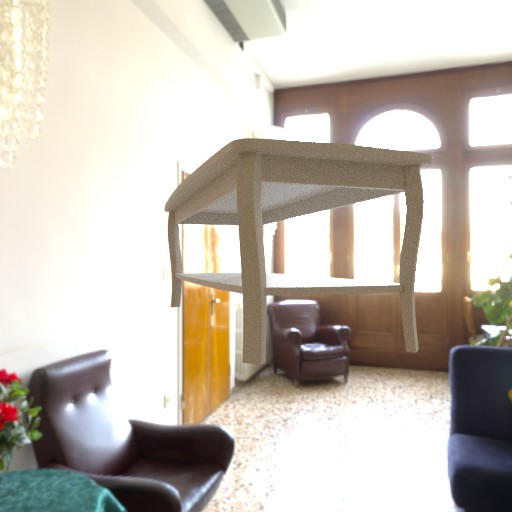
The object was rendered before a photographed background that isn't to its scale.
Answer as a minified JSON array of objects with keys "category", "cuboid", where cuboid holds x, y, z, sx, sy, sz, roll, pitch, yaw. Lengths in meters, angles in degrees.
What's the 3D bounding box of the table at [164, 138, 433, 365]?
[{"category":"table","cuboid":[0.000,0.000,1.597,0.561,0.474,1.334,0,-1,-18]}]
